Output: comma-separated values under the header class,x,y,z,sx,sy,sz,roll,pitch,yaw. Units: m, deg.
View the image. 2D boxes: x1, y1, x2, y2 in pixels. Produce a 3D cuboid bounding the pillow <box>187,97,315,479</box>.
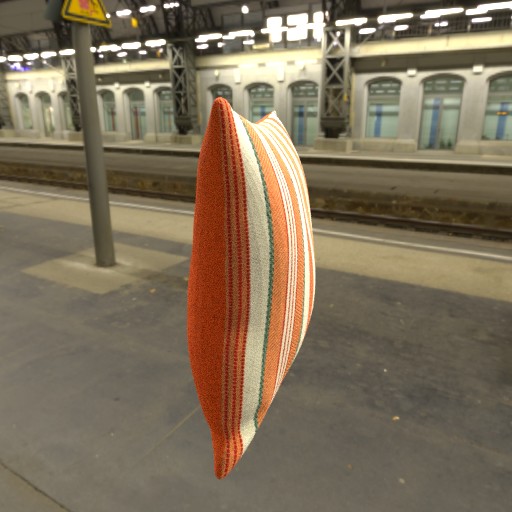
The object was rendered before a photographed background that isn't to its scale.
class,x,y,z,sx,sy,sz,roll,pitch,yaw
pillow,0.000,0.000,0.677,0.182,0.441,0.440,3,18,9
